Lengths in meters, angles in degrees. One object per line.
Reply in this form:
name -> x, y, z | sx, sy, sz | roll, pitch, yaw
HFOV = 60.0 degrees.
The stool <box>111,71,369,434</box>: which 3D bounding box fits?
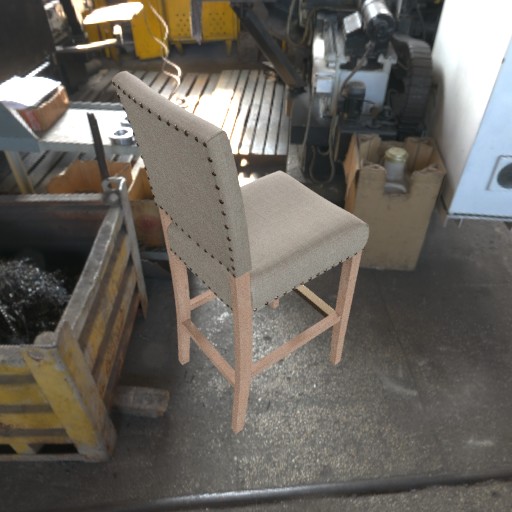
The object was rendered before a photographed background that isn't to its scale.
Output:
stool -> 0.000, 0.000, 1.460 | 0.585, 1.173, 0.445 | -27, 48, -28
